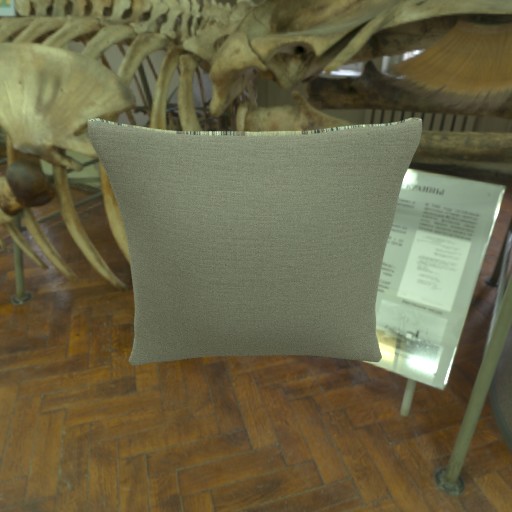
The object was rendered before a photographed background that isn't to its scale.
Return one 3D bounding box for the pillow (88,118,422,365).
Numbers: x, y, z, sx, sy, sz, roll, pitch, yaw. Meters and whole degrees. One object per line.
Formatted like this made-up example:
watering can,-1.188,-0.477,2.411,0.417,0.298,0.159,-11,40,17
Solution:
pillow,0.000,0.000,0.675,0.435,0.416,0.189,-1,31,-1
